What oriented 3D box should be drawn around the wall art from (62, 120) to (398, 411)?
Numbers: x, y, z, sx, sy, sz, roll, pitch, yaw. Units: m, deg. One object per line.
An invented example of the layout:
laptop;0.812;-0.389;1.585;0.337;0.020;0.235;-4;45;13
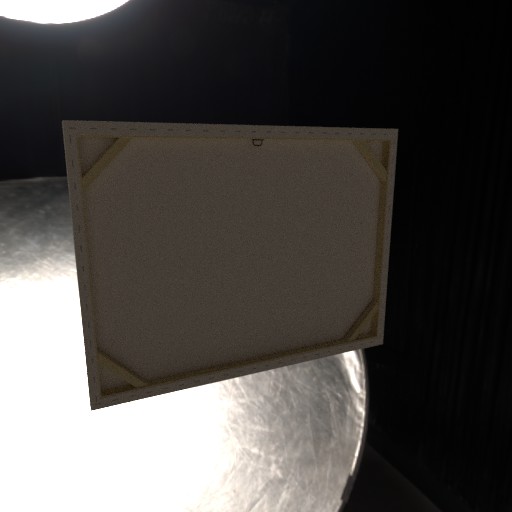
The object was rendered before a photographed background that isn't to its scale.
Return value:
wall art;0.000;0.000;1.351;1.016;0.762;0.038;-6;15;-25
